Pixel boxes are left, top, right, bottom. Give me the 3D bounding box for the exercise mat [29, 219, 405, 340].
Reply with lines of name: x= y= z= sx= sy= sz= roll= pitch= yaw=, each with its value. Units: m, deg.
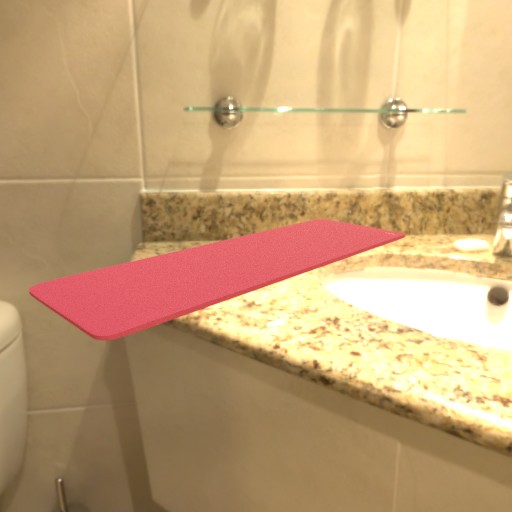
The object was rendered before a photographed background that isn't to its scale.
exercise mat: x=0.000 y=0.000 z=2.121 sx=1.884 sy=0.021 sz=0.616 roll=-16 pitch=22 yaw=-43
